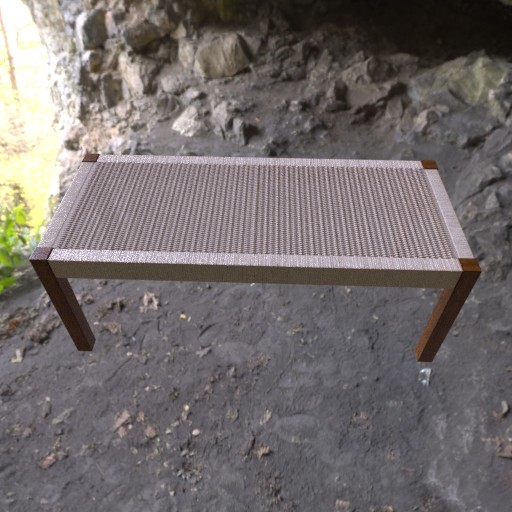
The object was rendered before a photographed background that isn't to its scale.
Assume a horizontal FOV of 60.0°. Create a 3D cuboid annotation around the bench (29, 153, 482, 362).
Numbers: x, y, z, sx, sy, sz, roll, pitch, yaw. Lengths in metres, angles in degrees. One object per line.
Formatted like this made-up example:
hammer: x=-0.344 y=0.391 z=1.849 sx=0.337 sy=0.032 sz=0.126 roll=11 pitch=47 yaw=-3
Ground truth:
bench: x=0.000 y=0.000 z=1.510 sx=1.198 sy=0.457 sz=0.507 roll=1 pitch=46 yaw=1
